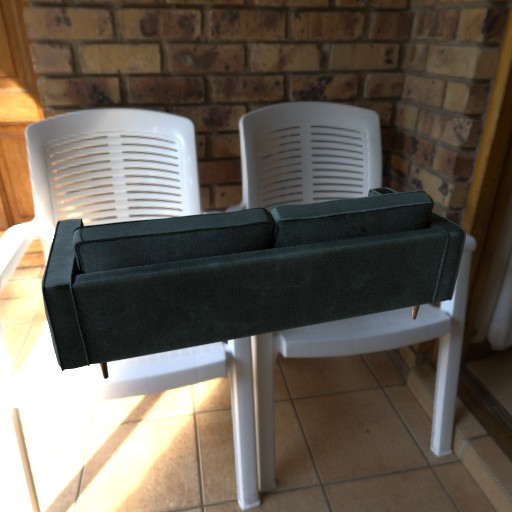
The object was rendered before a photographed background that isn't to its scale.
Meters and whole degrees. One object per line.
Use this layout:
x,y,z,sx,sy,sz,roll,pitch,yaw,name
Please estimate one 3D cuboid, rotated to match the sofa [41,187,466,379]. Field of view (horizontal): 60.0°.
0.000,0.000,2.616,2.214,0.781,0.886,-8,28,-15,sofa
